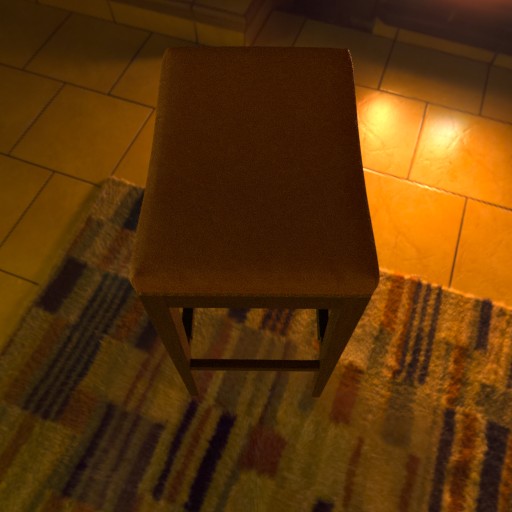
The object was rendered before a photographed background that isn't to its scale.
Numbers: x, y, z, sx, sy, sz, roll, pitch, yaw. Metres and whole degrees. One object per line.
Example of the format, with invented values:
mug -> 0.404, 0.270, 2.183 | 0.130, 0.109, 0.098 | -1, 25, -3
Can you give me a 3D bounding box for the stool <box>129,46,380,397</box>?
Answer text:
stool -> 0.000, 0.000, 1.019 | 0.361, 0.759, 0.500 | 1, 63, 0
